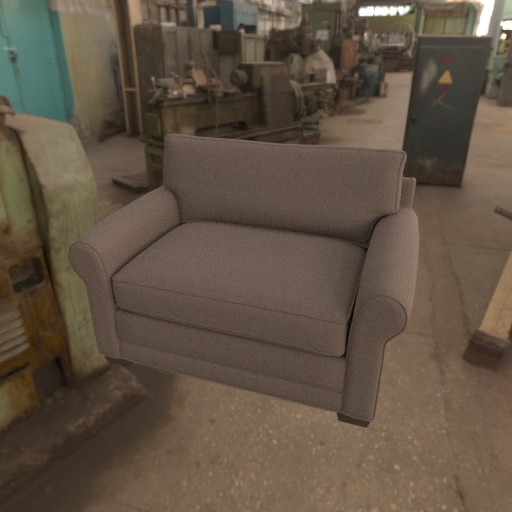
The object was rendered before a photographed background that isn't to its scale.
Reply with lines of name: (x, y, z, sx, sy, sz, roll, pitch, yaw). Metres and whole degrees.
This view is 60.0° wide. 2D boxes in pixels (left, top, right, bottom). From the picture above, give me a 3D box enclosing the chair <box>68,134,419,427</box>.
chair: (0.000, 0.000, 2.044, 1.390, 0.930, 0.930, 9, 27, 17)
